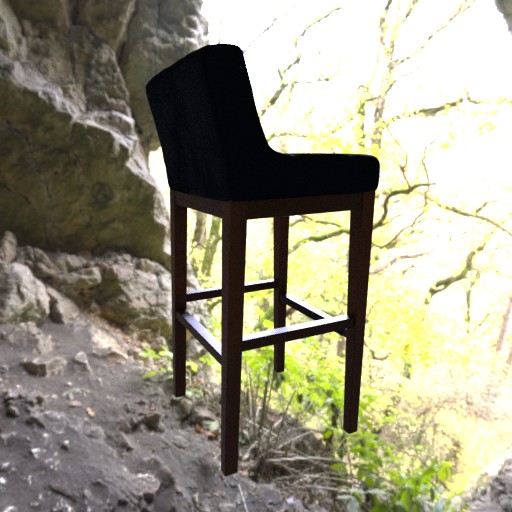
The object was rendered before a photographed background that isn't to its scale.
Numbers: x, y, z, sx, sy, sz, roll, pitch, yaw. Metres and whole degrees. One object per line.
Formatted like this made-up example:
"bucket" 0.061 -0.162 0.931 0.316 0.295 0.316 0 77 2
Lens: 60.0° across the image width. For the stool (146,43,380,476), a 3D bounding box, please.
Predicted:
"stool" 0.000 0.000 1.310 0.500 1.037 0.511 -6 14 -26
